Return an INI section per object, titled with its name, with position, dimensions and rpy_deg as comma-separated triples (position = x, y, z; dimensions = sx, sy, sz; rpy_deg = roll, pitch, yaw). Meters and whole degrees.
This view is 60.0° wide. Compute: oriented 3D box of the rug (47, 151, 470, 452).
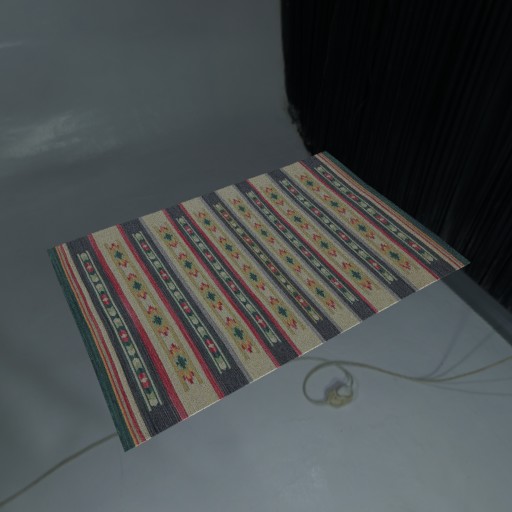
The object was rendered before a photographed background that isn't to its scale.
[rug]
position = 0.000, 0.000, 2.885
dimensions = 2.311, 0.010, 1.522
rpy_deg = -23, 50, -21
